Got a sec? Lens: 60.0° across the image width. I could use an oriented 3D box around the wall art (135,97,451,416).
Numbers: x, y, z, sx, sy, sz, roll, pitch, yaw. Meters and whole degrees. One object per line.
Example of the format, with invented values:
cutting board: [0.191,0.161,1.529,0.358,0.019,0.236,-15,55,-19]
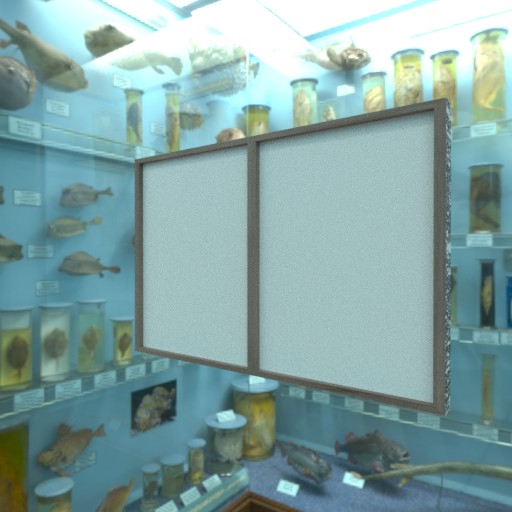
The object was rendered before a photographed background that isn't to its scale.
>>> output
wall art: [0.000,0.000,1.123,0.919,0.598,0.038,0,1,37]
